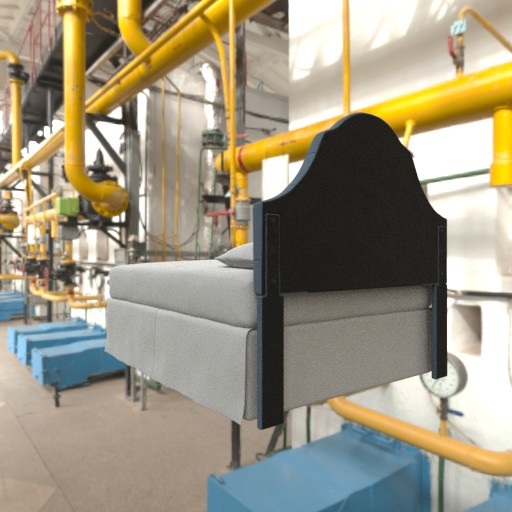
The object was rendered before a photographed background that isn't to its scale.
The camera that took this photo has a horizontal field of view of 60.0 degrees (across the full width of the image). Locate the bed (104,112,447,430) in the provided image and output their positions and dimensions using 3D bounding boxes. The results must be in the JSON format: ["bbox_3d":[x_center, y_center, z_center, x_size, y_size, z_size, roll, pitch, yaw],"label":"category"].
[{"bbox_3d":[0.000,0.000,3.311,1.636,1.575,2.155,0,0,-36],"label":"bed"}]
